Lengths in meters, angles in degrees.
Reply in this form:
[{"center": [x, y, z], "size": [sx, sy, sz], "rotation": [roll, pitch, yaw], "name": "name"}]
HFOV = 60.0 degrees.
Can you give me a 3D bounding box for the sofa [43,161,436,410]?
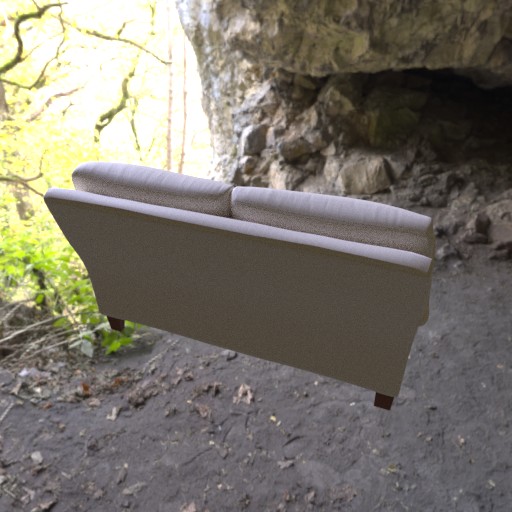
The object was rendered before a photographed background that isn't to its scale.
[{"center": [0.000, 0.000, 2.502], "size": [1.853, 1.101, 1.084], "rotation": [12, 35, 18], "name": "sofa"}]
